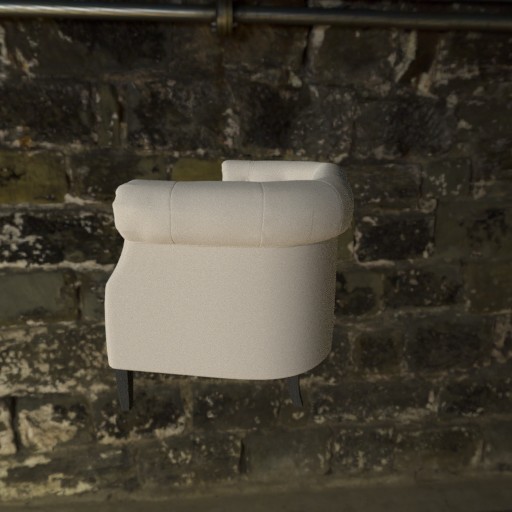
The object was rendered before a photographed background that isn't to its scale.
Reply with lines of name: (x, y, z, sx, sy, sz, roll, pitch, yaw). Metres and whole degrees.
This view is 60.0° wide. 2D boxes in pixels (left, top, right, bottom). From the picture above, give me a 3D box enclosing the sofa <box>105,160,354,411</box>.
sofa: (0.000, 0.000, 2.090, 0.835, 0.827, 1.558, 2, 15, 9)
